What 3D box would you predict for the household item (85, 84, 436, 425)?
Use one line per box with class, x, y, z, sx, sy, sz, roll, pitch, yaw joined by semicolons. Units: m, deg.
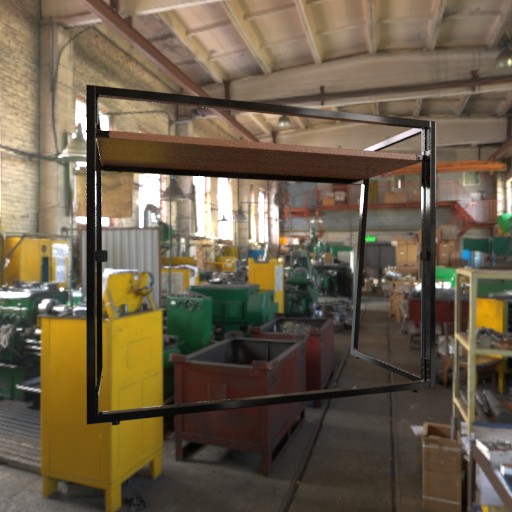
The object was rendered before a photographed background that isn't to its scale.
household item;0.000;0.000;1.505;1.050;0.860;0.510;0;0;-17
